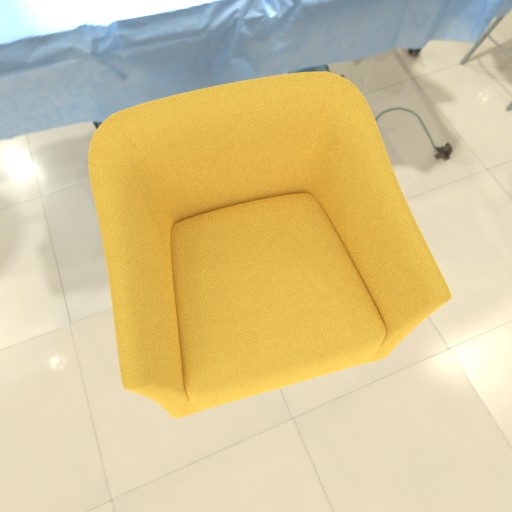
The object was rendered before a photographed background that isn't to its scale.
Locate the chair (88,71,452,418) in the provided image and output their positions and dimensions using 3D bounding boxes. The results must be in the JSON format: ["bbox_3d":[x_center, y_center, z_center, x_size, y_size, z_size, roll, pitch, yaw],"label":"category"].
[{"bbox_3d":[0.000,0.000,1.340,0.790,0.720,0.700,-14,63,-7],"label":"chair"}]
